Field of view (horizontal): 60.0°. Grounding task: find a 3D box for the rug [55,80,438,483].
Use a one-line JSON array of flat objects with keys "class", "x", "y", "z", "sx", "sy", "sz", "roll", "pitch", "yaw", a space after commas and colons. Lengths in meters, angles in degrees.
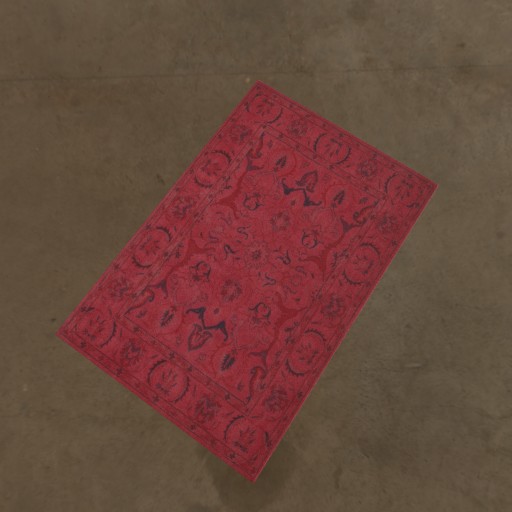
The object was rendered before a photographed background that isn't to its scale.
[{"class": "rug", "x": 0.000, "y": 0.000, "z": 2.338, "sx": 1.209, "sy": 0.008, "sz": 1.814, "roll": 33, "pitch": 77, "yaw": 9}]
